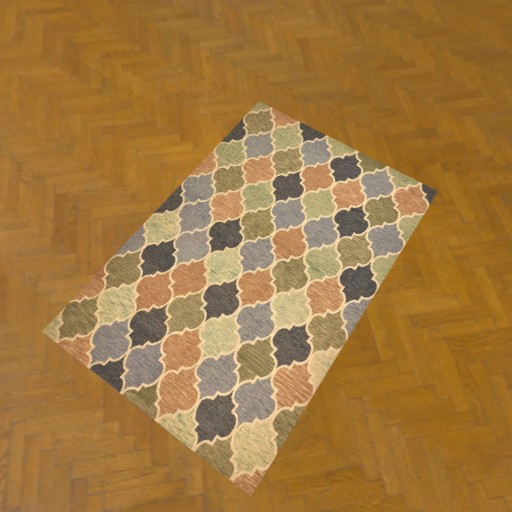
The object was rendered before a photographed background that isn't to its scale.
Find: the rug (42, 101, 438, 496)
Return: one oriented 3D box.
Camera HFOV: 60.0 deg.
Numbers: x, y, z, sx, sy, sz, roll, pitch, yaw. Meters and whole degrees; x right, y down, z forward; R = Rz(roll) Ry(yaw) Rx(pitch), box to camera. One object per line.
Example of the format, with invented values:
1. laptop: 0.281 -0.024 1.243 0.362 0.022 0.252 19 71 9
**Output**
1. rug: 0.000 0.000 2.302 1.216 0.006 1.828 32 67 15
